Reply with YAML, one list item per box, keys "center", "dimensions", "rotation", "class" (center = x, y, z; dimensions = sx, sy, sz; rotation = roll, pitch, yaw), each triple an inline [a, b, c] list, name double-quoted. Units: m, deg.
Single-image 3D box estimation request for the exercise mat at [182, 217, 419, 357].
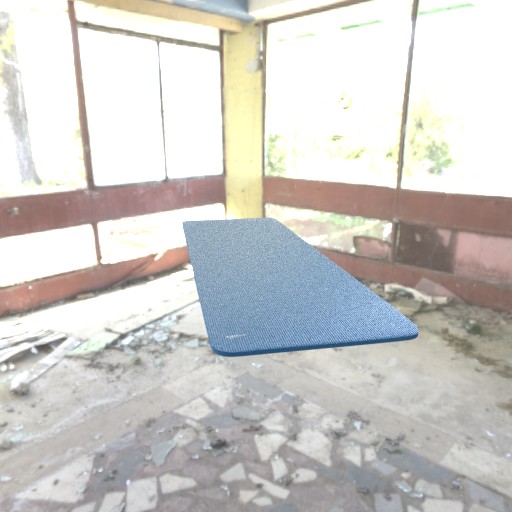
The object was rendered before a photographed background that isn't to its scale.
- center: [0.000, 0.000, 2.097]
  dimensions: [0.616, 0.021, 1.869]
  rotation: [-3, 16, -11]
  class: "exercise mat"
